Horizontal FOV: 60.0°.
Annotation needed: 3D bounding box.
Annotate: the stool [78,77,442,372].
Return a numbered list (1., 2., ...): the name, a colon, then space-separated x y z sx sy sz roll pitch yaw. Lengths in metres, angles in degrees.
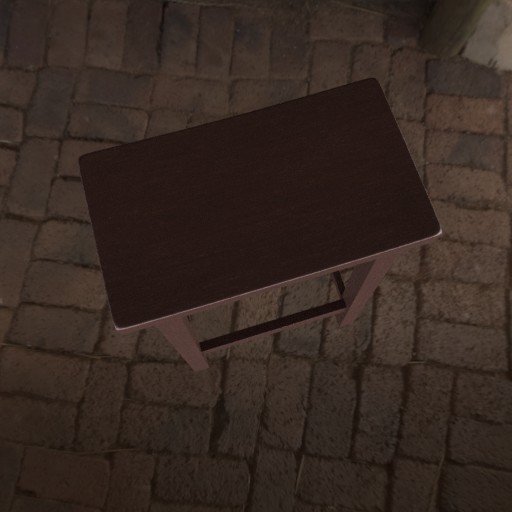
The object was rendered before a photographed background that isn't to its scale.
1. stool: 0.000 0.000 0.839 0.406 0.610 0.322 -16 76 -4
